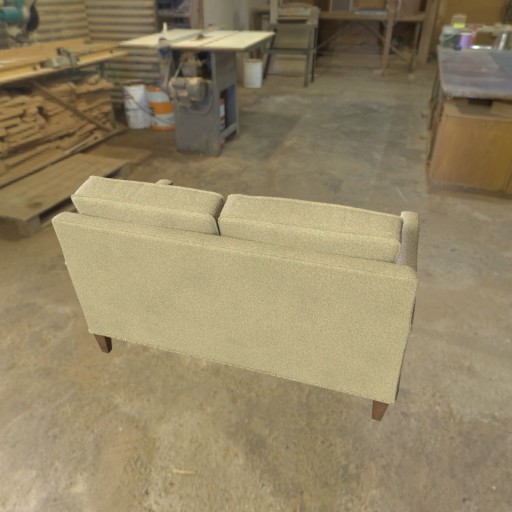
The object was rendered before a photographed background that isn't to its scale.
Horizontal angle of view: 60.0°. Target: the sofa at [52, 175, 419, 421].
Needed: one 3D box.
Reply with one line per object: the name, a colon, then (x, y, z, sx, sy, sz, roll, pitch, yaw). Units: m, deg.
sofa: (0.000, 0.000, 2.305, 1.597, 1.003, 1.084, 9, 33, 15)
